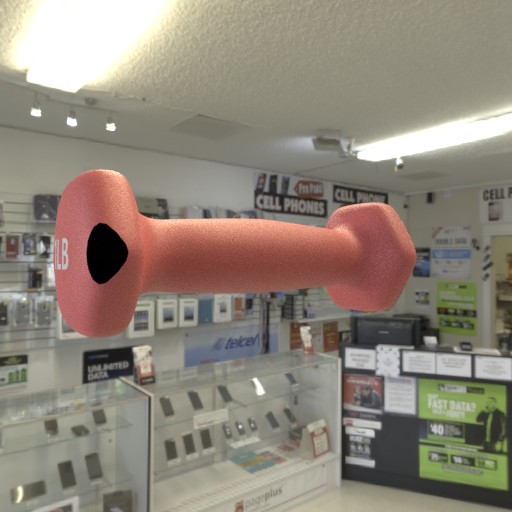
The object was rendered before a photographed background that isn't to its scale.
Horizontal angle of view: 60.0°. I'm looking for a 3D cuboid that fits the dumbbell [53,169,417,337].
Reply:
[{"bbox_3d":[0.000,0.000,0.149,0.123,0.043,0.047,1,-1,-35],"label":"dumbbell"}]
